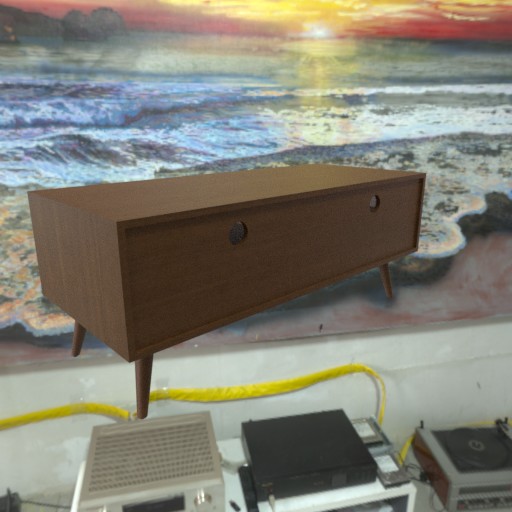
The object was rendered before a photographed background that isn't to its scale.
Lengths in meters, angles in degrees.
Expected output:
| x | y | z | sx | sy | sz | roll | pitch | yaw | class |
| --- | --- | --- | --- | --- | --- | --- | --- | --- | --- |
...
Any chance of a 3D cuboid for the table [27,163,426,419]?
| x | y | z | sx | sy | sz | roll | pitch | yaw | class |
| --- | --- | --- | --- | --- | --- | --- | --- | --- | --- |
| 0.000 | 0.000 | 1.371 | 1.119 | 0.464 | 0.490 | -15 | 23 | -41 | table |
